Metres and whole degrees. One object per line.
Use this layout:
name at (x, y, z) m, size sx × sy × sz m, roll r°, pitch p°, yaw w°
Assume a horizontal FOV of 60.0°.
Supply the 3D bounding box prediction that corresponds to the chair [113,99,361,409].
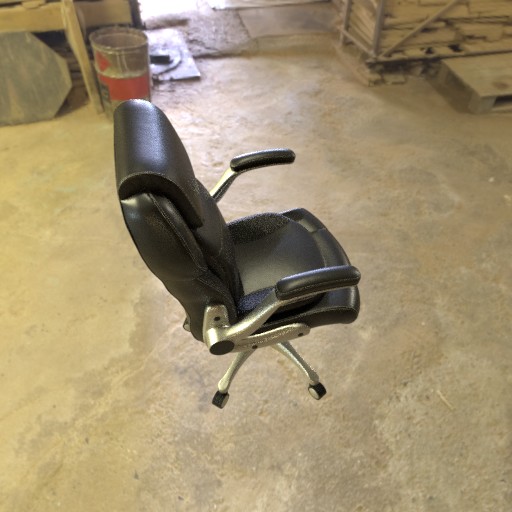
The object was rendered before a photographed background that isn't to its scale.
chair at (0.000, 0.000, 1.639) m, size 0.801 × 1.141 × 0.724 m, roll -10°, pitch 47°, yaw -10°
